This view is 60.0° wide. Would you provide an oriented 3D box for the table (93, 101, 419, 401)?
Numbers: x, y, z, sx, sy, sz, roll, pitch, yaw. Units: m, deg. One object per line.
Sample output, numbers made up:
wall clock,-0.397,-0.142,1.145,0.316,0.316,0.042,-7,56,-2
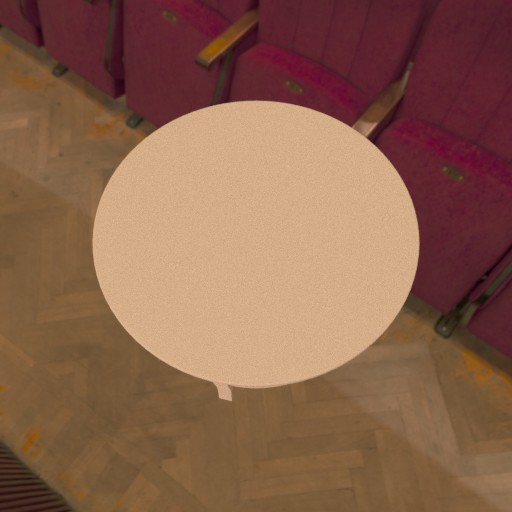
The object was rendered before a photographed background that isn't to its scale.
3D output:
table,0.000,0.000,1.453,0.910,0.457,0.910,0,64,0
